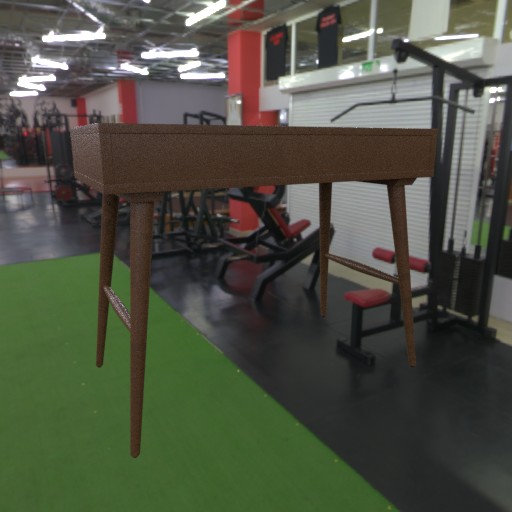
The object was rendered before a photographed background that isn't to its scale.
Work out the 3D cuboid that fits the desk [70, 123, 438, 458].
[{"bbox_3d":[0.000,0.000,1.372,0.949,0.758,0.510,-8,16,-27],"label":"desk"}]
